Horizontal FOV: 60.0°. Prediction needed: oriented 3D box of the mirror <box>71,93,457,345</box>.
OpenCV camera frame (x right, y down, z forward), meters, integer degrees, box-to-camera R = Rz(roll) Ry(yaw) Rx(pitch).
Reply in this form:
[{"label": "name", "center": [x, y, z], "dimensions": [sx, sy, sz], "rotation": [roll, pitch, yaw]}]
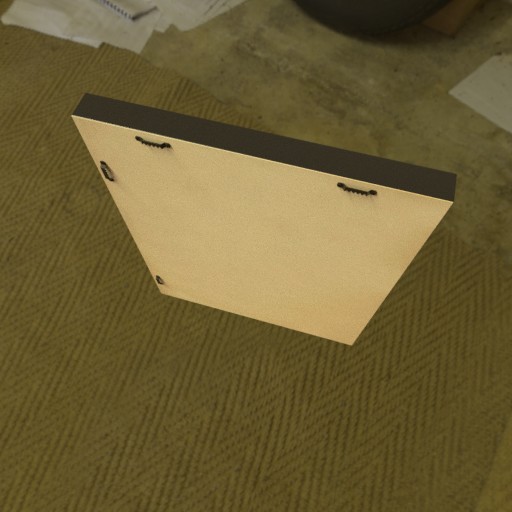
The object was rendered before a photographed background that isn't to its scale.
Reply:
[{"label": "mirror", "center": [0.000, 0.000, 0.685], "dimensions": [0.406, 0.509, 0.041], "rotation": [14, 64, 7]}]
